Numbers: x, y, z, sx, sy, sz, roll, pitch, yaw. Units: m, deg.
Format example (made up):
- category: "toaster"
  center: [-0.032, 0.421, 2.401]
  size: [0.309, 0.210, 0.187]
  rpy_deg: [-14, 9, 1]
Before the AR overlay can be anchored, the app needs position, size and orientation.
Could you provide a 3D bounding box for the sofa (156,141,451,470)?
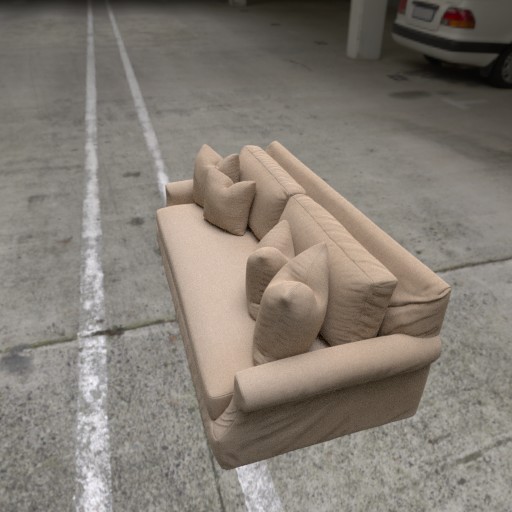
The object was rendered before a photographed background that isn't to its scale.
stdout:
- category: "sofa"
  center: [0.000, 0.000, 2.766]
  size: [1.067, 0.904, 2.285]
  rpy_deg: [-9, 32, -15]
